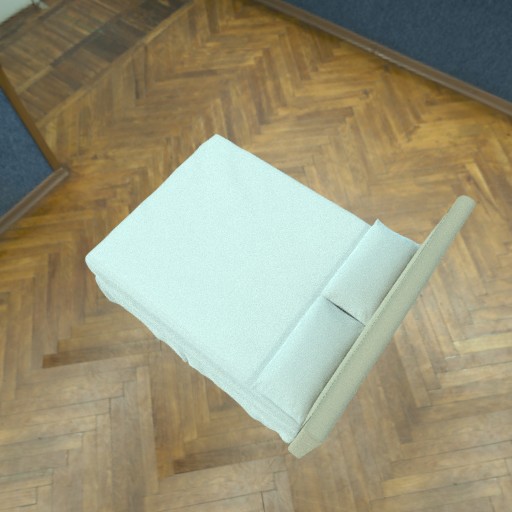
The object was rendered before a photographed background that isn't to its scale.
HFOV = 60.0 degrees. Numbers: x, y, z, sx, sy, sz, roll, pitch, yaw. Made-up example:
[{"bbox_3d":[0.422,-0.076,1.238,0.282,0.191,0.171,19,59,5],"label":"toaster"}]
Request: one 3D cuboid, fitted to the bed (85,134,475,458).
[{"bbox_3d":[0.000,0.000,3.277,2.143,1.460,1.753,34,67,16],"label":"bed"}]
